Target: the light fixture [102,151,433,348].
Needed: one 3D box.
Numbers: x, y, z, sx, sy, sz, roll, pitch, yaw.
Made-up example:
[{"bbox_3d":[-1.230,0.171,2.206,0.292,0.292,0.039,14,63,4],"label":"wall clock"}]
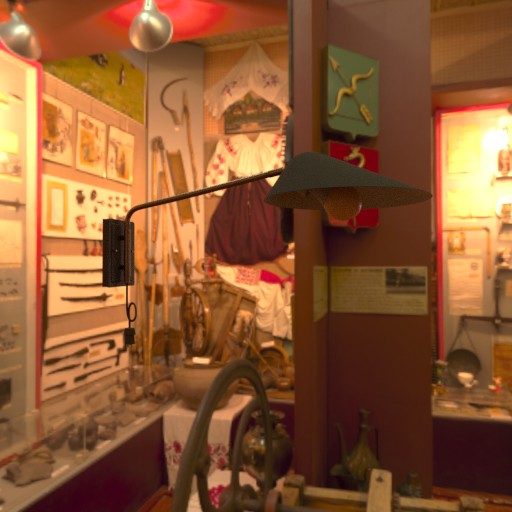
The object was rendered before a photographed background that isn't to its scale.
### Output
[{"bbox_3d":[0.000,0.000,0.695,0.516,0.312,0.240,0,-1,18],"label":"light fixture"}]
